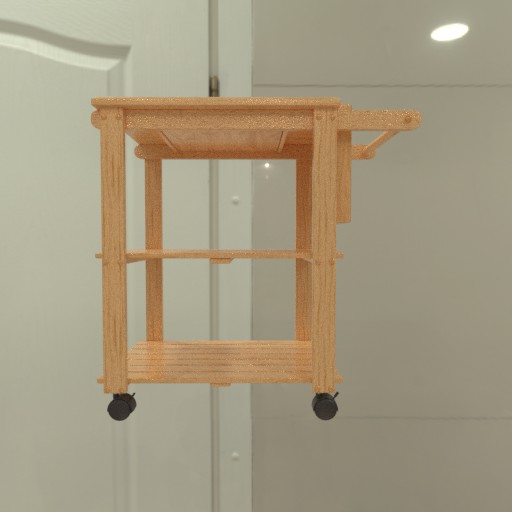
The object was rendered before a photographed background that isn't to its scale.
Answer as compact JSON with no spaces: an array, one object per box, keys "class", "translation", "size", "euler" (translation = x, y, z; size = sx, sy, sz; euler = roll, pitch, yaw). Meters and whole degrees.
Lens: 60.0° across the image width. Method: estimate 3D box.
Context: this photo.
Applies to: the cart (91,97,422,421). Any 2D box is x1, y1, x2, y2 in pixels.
[{"class":"cart","translation":[0.000,0.000,1.362],"size":[0.843,0.816,0.520],"euler":[0,2,0]}]
